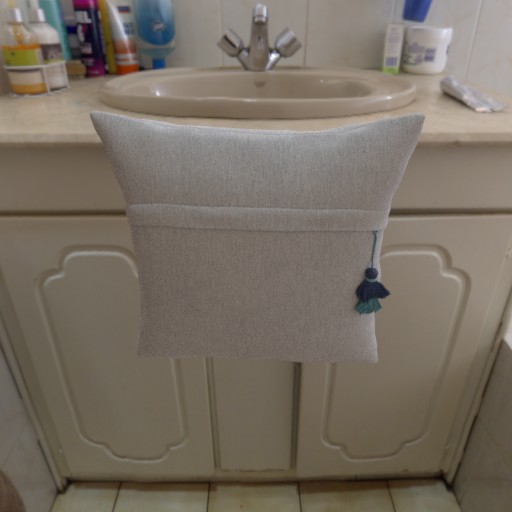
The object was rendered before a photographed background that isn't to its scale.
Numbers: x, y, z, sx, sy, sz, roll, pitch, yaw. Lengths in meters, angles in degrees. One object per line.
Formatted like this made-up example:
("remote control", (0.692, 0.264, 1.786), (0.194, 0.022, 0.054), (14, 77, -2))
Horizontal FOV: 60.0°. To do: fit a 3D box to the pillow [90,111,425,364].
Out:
("pillow", (0.000, 0.000, 0.686), (0.433, 0.436, 0.173), (1, 29, 2))
